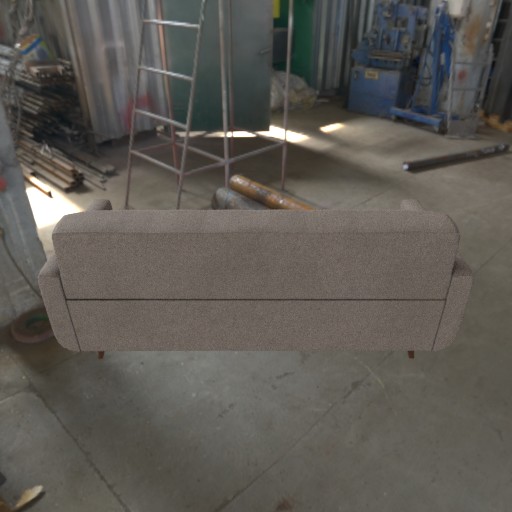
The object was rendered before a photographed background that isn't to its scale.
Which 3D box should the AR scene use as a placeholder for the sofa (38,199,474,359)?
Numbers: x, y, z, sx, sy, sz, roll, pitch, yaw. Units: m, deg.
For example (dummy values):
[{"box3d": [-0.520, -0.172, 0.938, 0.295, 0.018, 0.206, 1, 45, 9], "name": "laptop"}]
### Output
[{"box3d": [0.000, 0.000, 2.500, 2.029, 0.841, 0.909, 0, 32, 0], "name": "sofa"}]
